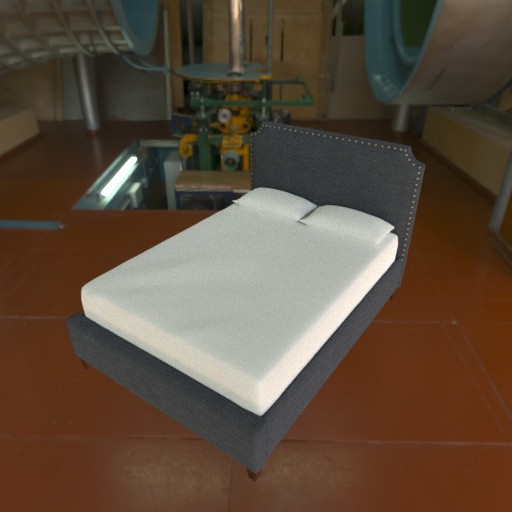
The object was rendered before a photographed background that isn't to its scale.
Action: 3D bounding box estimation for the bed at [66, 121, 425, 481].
[{"bbox_3d":[0.000,0.000,3.464,1.713,1.443,2.372,20,36,30],"label":"bed"}]
